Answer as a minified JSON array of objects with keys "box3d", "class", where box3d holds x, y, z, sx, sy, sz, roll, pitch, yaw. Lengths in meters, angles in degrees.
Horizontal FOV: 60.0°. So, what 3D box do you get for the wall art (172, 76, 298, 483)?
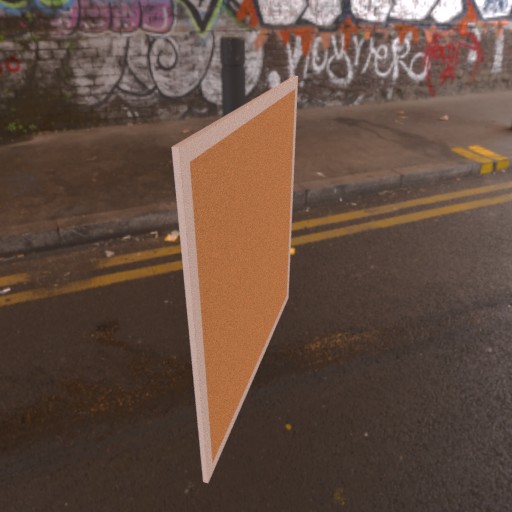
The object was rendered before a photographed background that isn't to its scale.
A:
[{"box3d":[0.000,0.000,1.202,0.013,0.813,0.812,9,31,15],"class":"wall art"}]
